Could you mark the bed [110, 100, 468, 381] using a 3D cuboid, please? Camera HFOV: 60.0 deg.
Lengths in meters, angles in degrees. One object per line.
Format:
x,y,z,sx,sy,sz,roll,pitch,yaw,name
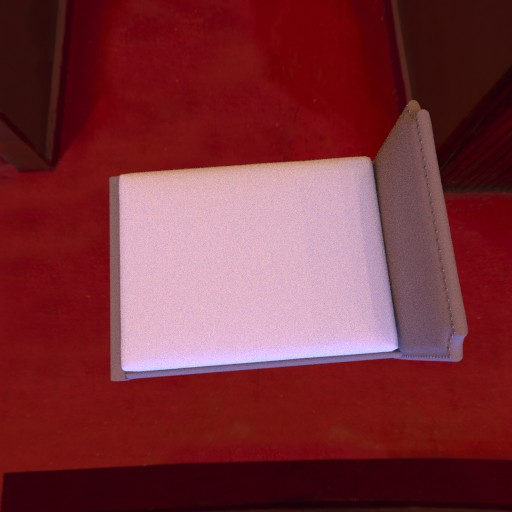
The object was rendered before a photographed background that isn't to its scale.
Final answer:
0.000,0.000,3.347,2.372,1.443,1.713,-4,77,-1,bed
